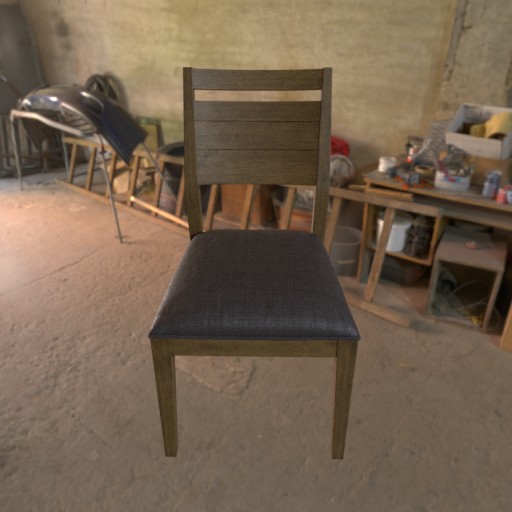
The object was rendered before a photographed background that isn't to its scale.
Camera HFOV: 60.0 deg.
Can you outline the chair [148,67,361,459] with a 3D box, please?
[{"bbox_3d":[0.000,0.000,1.262,0.501,0.939,0.610,0,29,1],"label":"chair"}]
